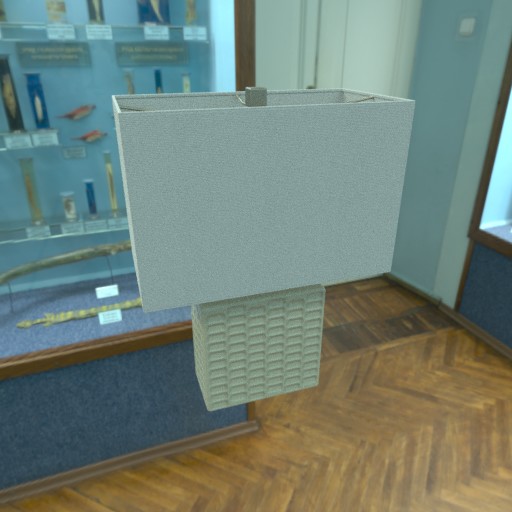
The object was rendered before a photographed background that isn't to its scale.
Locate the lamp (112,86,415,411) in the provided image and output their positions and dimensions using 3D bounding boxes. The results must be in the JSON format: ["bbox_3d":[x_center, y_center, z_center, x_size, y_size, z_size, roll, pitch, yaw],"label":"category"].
[{"bbox_3d":[0.000,0.000,0.722,0.380,0.515,0.200,-8,26,-17],"label":"lamp"}]
